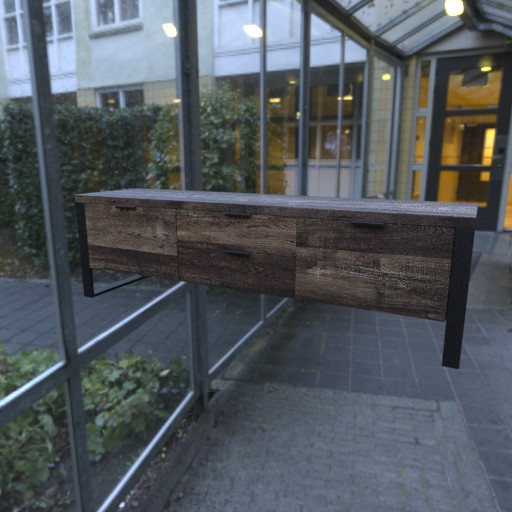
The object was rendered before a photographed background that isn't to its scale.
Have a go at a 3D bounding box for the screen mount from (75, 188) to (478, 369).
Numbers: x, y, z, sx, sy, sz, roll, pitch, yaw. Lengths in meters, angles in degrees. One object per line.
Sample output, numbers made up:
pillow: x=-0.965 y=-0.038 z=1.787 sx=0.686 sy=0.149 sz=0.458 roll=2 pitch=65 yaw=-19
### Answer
screen mount: x=0.000 y=0.000 z=1.749 sx=1.524 sy=0.450 sz=0.395 roll=6 pitch=15 yaw=26
